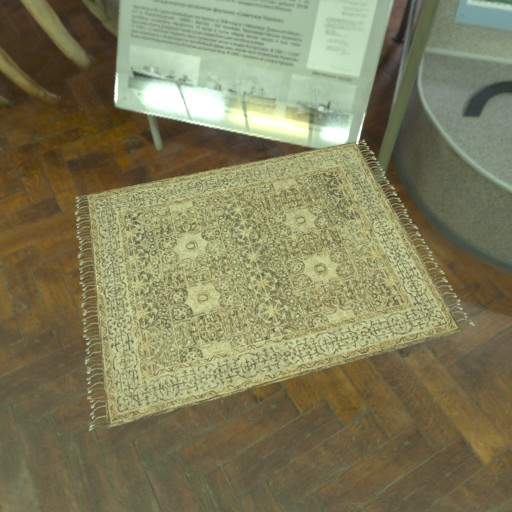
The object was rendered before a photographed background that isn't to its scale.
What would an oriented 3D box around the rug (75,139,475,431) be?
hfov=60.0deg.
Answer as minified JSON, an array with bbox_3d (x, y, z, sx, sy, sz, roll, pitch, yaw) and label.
[{"bbox_3d":[0.000,0.000,4.240,3.291,0.017,2.431,-13,58,-8],"label":"rug"}]
